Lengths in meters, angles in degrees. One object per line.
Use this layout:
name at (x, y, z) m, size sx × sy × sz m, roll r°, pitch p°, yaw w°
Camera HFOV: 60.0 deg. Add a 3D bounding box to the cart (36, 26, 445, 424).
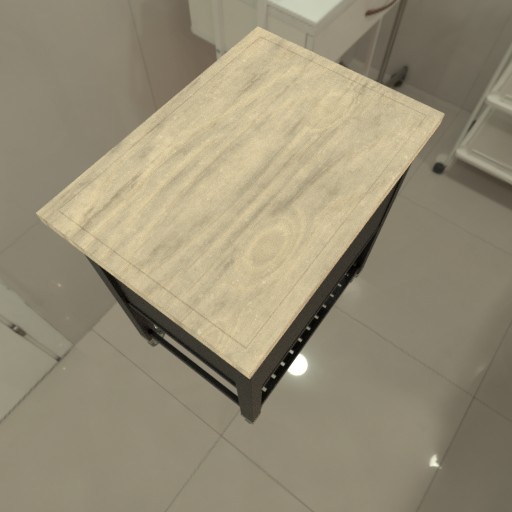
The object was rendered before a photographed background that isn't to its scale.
cart at (0.000, 0.000, 1.411) m, size 0.567 × 0.920 × 0.797 m, roll 33°, pitch 66°, yaw 17°
